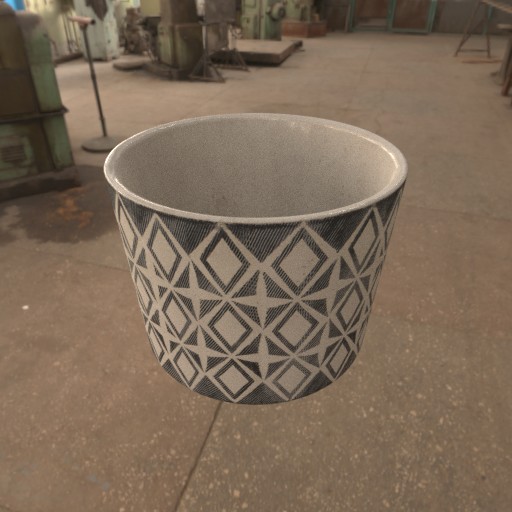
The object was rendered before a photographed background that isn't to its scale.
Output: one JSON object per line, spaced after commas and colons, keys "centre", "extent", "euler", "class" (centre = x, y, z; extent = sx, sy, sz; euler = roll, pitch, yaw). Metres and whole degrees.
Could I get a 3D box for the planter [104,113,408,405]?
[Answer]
{"centre": [0.000, 0.000, 0.453], "extent": [0.260, 0.220, 0.260], "euler": [0, 33, 0], "class": "planter"}
